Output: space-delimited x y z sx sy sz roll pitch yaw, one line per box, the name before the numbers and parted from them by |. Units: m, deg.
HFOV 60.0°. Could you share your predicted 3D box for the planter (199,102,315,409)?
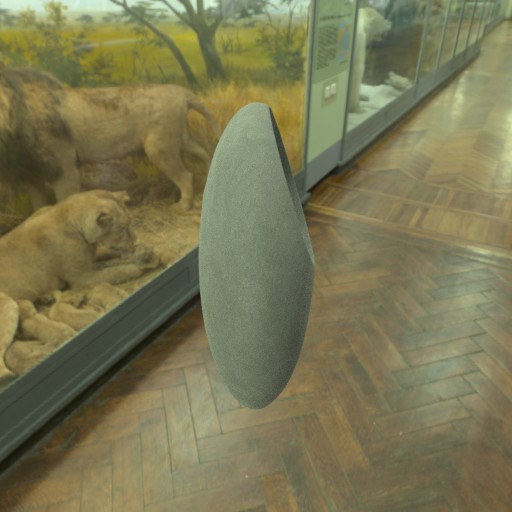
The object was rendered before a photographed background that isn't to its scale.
planter | 0.000 0.000 0.288 0.071 0.188 0.185 0 32 0
